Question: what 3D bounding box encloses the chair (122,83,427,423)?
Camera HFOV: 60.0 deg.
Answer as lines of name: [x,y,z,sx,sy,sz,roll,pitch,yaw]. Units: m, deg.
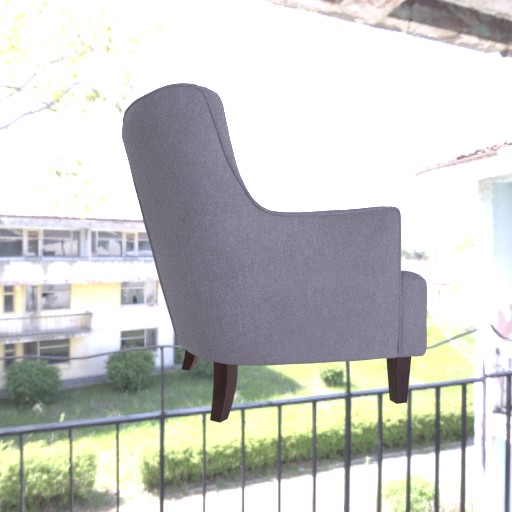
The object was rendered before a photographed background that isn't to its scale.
chair: [0.000,0.000,1.577,0.910,0.919,0.781,0,1,-18]
